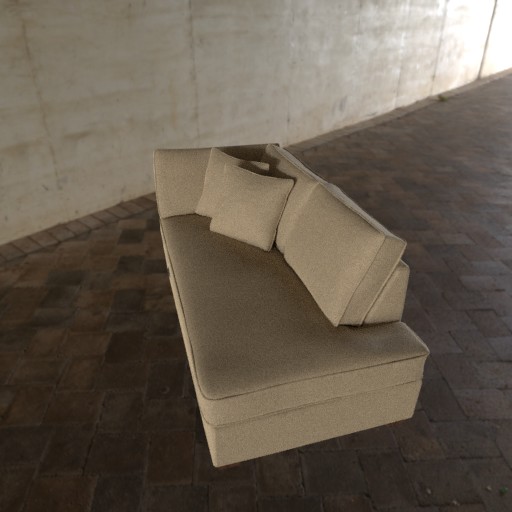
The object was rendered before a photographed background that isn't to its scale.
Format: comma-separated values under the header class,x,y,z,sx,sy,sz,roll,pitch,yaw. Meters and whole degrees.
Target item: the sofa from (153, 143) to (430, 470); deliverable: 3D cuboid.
class,x,y,z,sx,sy,sz,roll,pitch,yaw
sofa,0.000,0.000,2.864,1.110,1.033,2.237,-8,31,-14
